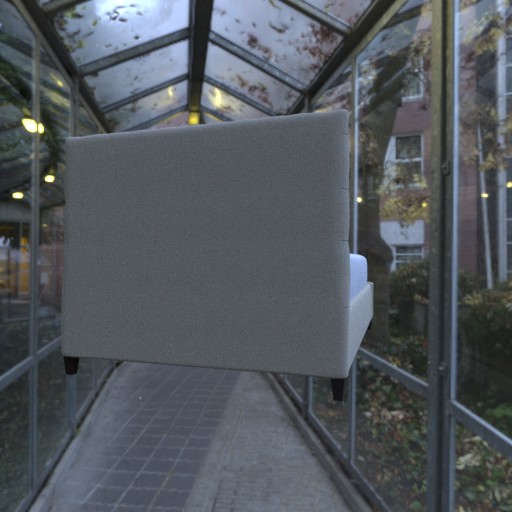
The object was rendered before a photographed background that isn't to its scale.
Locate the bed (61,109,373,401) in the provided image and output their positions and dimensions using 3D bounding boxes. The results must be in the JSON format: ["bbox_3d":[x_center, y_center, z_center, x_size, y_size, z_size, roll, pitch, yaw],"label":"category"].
[{"bbox_3d":[0.000,0.000,3.508,1.698,1.427,2.387,0,0,18],"label":"bed"}]
